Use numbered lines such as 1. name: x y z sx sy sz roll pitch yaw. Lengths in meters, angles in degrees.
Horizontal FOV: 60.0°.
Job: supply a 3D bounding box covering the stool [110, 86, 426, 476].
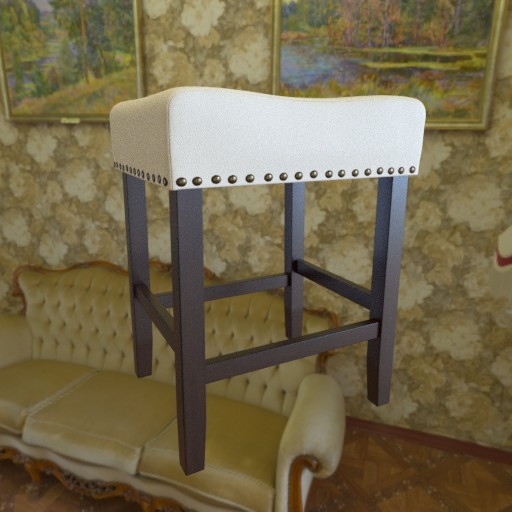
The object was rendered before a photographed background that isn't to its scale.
1. stool: 0.000 0.000 0.907 0.471 0.609 0.401 -8 18 -26
